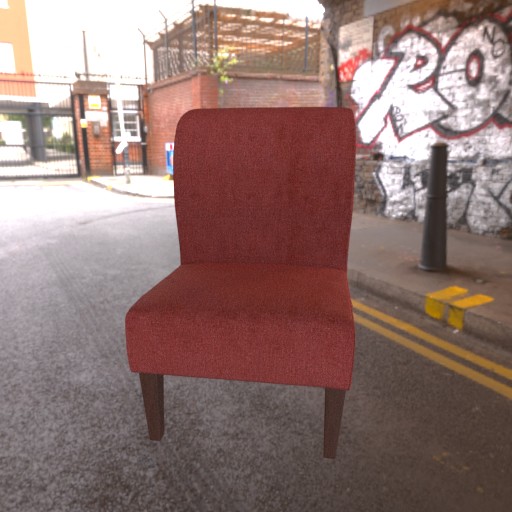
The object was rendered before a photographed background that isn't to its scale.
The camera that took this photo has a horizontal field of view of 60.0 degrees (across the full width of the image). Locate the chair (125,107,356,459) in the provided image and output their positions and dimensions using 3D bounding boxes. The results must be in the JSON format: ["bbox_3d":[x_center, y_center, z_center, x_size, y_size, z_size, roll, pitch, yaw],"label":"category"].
[{"bbox_3d":[0.000,0.000,1.258,0.538,0.846,0.640,2,14,9],"label":"chair"}]
